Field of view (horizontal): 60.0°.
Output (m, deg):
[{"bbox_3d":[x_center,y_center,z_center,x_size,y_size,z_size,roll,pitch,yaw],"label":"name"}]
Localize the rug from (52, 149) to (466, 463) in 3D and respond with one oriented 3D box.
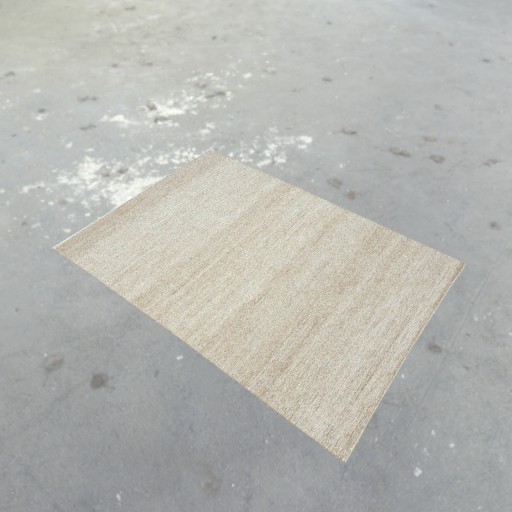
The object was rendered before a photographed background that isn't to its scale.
[{"bbox_3d":[0.000,0.000,2.957,2.283,0.030,1.596,29,52,26],"label":"rug"}]
